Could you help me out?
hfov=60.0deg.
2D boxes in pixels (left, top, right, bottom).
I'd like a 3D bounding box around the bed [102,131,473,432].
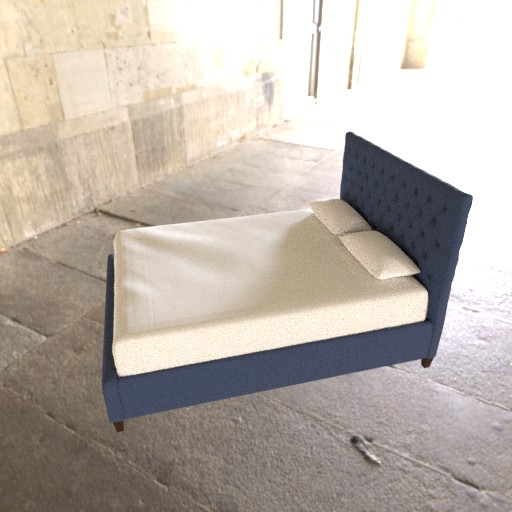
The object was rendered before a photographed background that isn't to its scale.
[{"bbox_3d":[0.000,0.000,3.503,2.387,1.427,1.706,-7,30,-13],"label":"bed"}]
